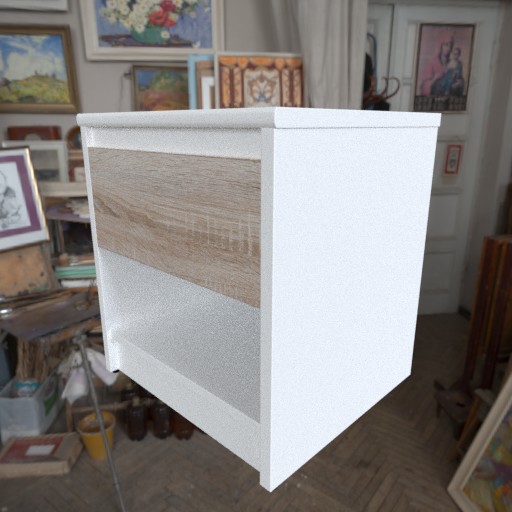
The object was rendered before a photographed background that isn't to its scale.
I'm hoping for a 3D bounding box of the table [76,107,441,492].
[{"bbox_3d":[0.000,0.000,0.752,0.420,0.460,0.380,16,23,42],"label":"table"}]
